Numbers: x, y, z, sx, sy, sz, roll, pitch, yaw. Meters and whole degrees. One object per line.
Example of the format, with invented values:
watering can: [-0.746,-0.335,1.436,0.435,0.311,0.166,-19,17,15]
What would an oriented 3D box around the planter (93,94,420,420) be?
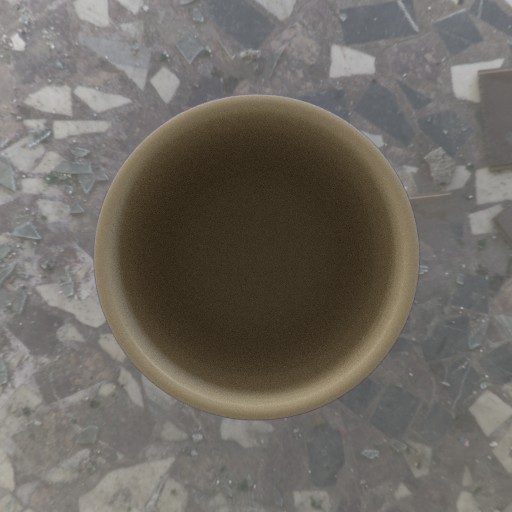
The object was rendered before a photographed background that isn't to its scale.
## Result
planter: [0.000,0.000,0.200,0.109,0.112,0.109,0,91,0]
